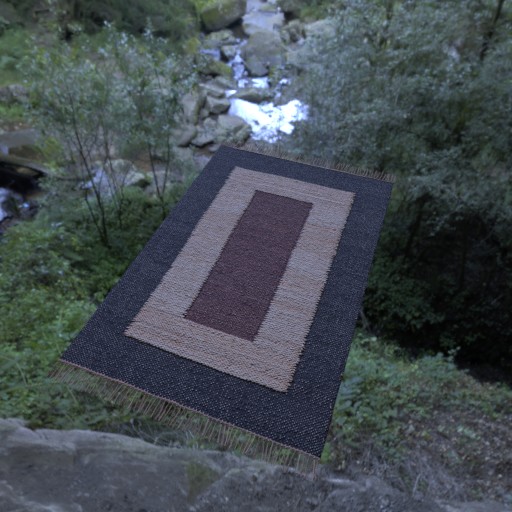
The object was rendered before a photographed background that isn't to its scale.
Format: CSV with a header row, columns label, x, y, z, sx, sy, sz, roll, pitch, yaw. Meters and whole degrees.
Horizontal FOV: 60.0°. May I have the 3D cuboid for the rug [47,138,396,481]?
label,x,y,z,sx,sy,sz,roll,pitch,yaw
rug,0.000,0.000,2.437,1.224,0.027,2.021,16,49,14
